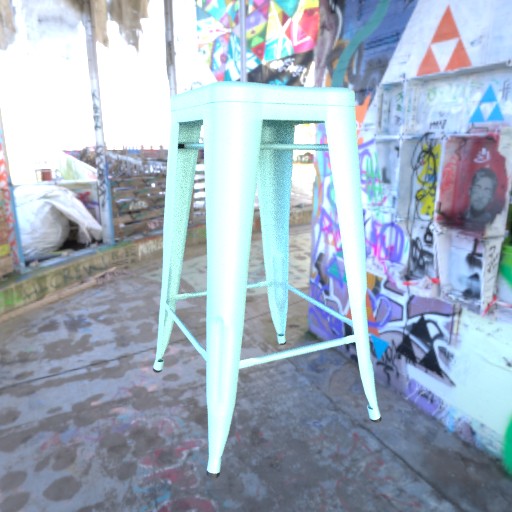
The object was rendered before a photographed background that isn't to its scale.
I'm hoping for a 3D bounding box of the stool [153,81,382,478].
[{"bbox_3d":[0.000,0.000,0.877,0.359,0.609,0.399,-7,16,-25],"label":"stool"}]
